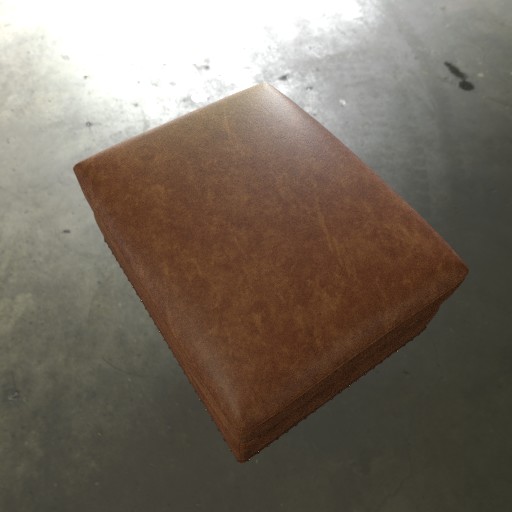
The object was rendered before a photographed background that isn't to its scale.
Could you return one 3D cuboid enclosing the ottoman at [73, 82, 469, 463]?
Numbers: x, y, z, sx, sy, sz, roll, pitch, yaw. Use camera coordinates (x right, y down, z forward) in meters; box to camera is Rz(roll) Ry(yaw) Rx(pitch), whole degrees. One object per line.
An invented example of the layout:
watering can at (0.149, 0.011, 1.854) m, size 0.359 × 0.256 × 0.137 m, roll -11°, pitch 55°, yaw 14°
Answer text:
ottoman at (0.000, 0.000, 1.115) m, size 0.586 × 0.486 × 0.742 m, roll -30°, pitch 62°, yaw -18°
